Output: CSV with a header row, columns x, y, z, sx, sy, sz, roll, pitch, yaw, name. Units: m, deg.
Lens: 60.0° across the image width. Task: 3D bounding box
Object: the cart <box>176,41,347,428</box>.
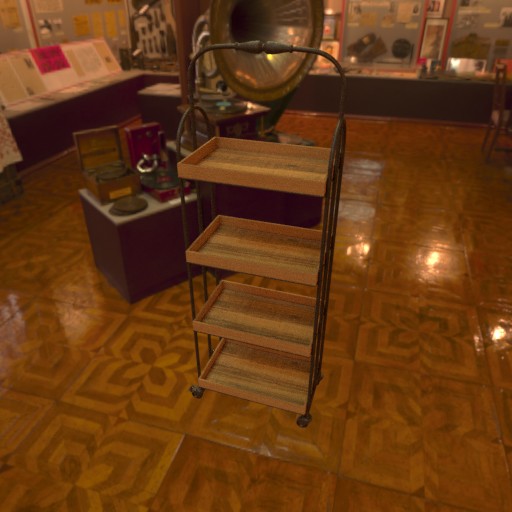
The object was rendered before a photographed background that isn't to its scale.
x,y,z,sx,sy,sz,roll,pitch,yaw,name
0.000,0.000,1.687,0.581,1.481,0.308,10,33,16,cart
